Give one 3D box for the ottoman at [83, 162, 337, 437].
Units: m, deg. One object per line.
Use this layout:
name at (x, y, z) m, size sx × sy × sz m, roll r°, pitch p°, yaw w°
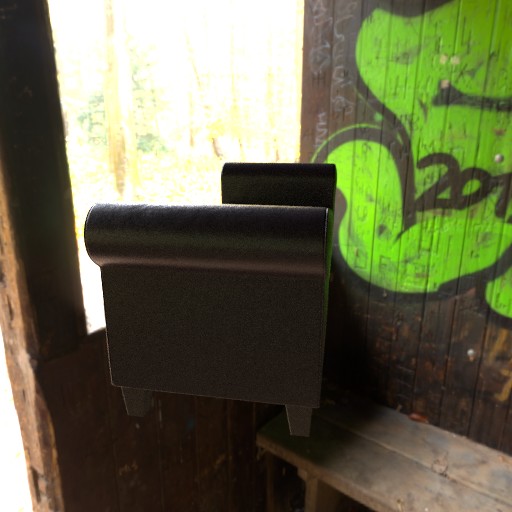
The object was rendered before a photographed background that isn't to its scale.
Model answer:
ottoman at (0.000, 0.000, 1.528) m, size 0.521 × 0.547 × 1.256 m, roll 3°, pitch 17°, yaw 10°
